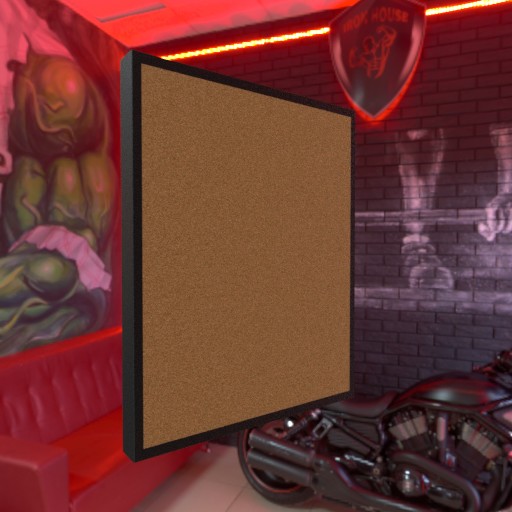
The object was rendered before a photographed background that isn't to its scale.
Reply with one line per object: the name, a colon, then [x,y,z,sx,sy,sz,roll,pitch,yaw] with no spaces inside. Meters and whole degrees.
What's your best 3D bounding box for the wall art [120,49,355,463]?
wall art: [0.000,0.000,0.494,0.294,0.369,0.030,-1,1,-36]
